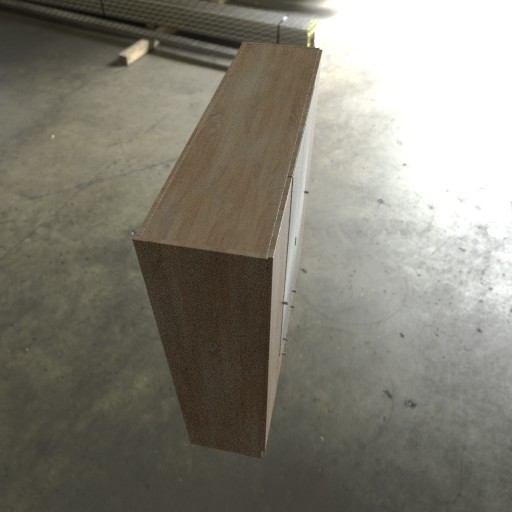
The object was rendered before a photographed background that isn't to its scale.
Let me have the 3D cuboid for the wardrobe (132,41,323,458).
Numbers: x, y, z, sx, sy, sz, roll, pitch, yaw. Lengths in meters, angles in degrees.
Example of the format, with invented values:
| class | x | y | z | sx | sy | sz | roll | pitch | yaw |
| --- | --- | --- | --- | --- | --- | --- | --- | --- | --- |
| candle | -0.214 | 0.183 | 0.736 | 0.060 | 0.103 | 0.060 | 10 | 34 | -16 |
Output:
| class | x | y | z | sx | sy | sz | roll | pitch | yaw |
| --- | --- | --- | --- | --- | --- | --- | --- | --- | --- |
| wardrobe | 0.000 | 0.000 | 3.168 | 0.598 | 2.159 | 1.998 | 8 | 47 | 8 |
